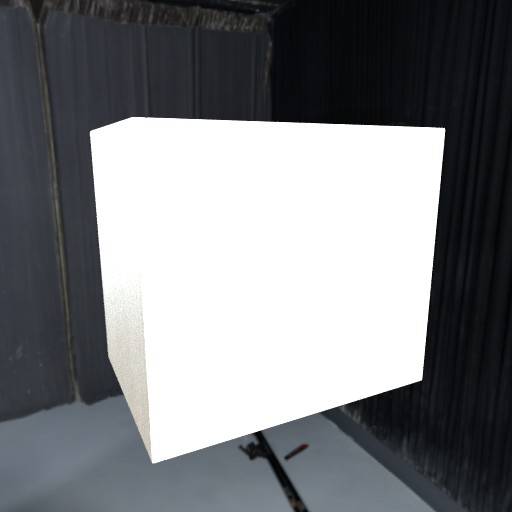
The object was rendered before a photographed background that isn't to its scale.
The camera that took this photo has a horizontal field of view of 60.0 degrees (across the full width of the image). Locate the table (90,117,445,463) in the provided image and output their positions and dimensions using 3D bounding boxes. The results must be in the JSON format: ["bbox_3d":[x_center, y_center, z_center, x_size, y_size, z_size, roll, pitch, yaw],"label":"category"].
[{"bbox_3d":[0.000,0.000,0.931,0.570,0.510,0.420,-7,15,-26],"label":"table"}]
